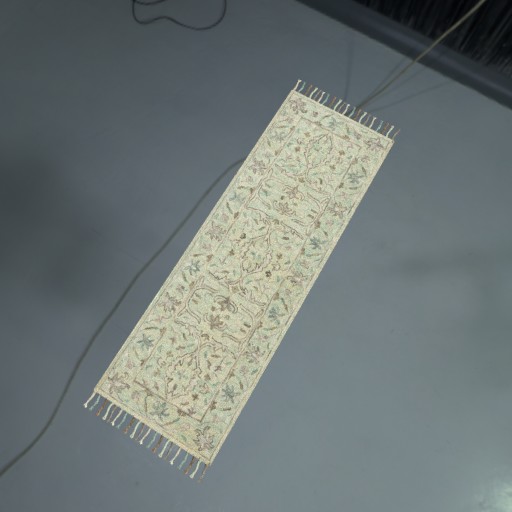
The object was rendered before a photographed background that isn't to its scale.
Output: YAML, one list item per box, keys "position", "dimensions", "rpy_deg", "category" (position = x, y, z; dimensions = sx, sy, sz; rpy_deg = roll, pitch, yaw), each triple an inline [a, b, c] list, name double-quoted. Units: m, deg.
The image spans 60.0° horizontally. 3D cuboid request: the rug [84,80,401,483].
- position: [0.000, 0.000, 2.666]
  dimensions: [0.769, 0.013, 2.440]
  rpy_deg: [30, 76, 8]
  category: "rug"
